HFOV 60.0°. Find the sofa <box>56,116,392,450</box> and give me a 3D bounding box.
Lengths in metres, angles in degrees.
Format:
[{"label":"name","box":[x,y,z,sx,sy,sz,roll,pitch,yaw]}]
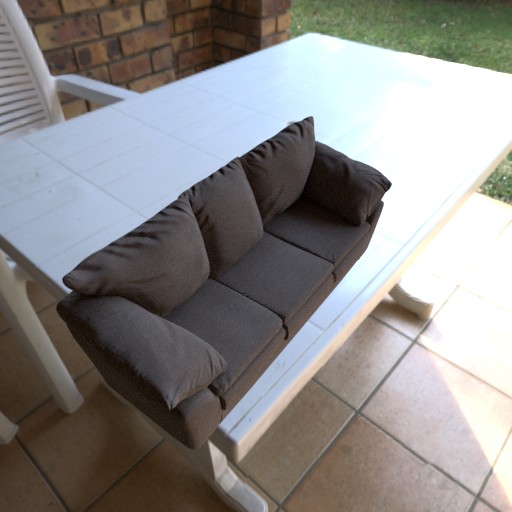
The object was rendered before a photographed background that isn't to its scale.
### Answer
[{"label":"sofa","box":[0.000,0.000,2.892,0.927,1.043,2.390,26,47,26]}]
